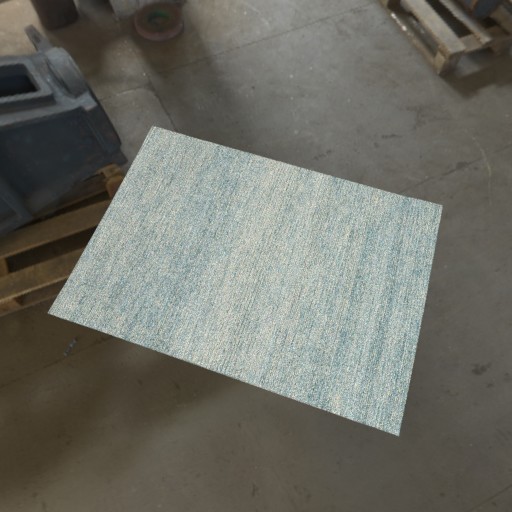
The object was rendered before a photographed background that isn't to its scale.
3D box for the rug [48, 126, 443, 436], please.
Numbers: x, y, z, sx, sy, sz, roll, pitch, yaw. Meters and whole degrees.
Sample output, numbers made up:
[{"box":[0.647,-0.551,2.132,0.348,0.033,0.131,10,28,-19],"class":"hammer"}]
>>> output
[{"box":[0.000,0.000,2.970,2.260,0.026,1.611,17,66,8],"class":"rug"}]
